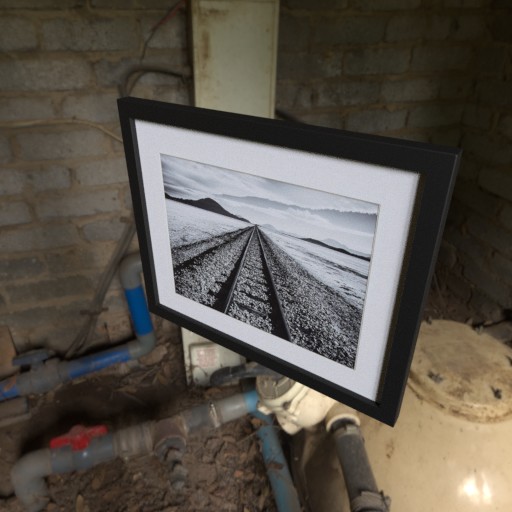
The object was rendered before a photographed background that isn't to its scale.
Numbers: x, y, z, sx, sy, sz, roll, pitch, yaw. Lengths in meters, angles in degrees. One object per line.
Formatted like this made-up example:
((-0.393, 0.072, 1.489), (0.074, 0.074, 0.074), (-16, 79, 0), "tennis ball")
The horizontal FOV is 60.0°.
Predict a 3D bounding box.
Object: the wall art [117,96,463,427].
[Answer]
((0.000, 0.000, 0.753), (0.559, 0.458, 0.029), (19, 35, 29), "wall art")
